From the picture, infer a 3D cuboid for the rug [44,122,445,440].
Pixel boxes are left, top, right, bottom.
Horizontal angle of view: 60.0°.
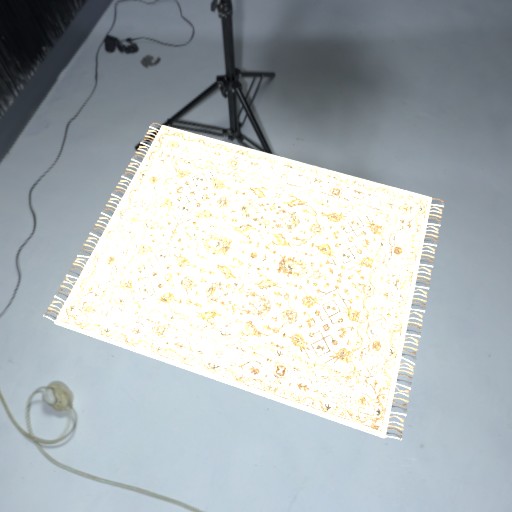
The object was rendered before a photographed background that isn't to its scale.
[{"bbox_3d":[0.000,0.000,2.251,1.726,0.009,1.278,17,66,8],"label":"rug"}]
